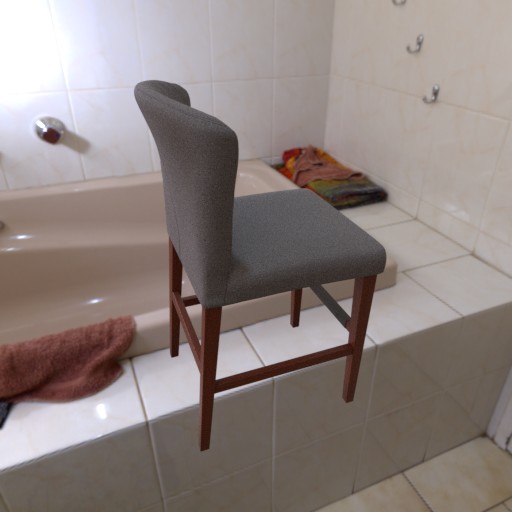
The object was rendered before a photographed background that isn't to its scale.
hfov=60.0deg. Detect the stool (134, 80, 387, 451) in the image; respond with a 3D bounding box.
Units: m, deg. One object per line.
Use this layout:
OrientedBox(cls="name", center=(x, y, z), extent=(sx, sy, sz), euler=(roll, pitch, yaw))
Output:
OrientedBox(cls="stool", center=(0.000, 0.000, 1.295), extent=(0.568, 0.968, 0.481), euler=(-11, 32, -18))
